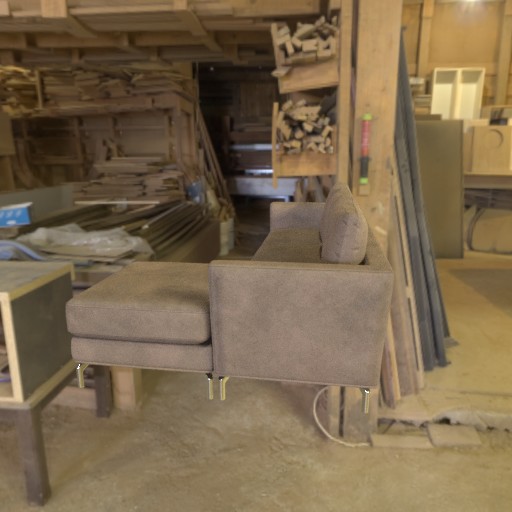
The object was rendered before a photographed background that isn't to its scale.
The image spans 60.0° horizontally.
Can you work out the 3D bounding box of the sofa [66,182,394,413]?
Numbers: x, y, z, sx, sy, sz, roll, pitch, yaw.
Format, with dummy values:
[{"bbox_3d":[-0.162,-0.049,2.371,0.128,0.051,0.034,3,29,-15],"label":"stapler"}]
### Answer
[{"bbox_3d":[0.000,0.000,3.282,1.622,0.987,2.438,2,14,9],"label":"sofa"}]
